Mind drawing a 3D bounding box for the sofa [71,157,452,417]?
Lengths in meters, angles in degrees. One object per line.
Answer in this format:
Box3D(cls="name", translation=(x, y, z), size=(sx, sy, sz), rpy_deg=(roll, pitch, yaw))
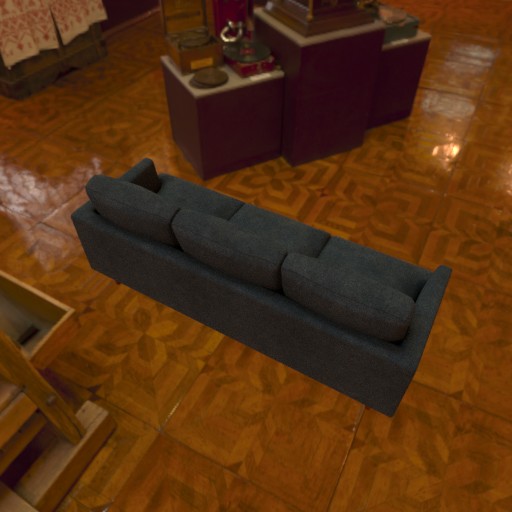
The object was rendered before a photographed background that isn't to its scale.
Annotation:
Box3D(cls="sofa", translation=(0.000, 0.000, 2.841), size=(2.246, 0.930, 0.903), rpy_deg=(23, 50, 20))
